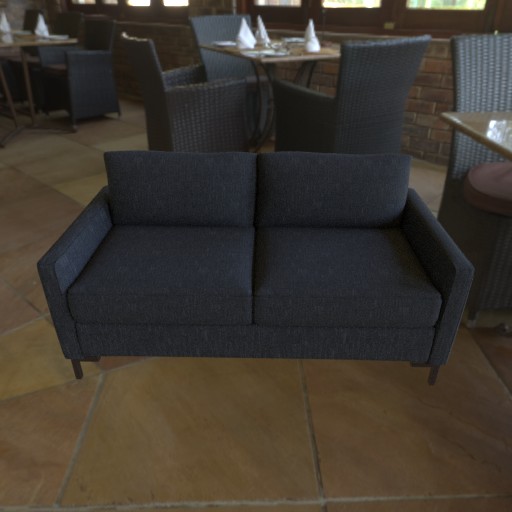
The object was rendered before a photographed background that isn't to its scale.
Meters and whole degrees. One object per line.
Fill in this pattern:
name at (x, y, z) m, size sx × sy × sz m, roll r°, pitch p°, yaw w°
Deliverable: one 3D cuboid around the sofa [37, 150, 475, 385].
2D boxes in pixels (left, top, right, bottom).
sofa at (0.000, 0.000, 2.142) m, size 1.716 × 0.862 × 0.866 m, roll 1°, pitch 30°, yaw 1°
